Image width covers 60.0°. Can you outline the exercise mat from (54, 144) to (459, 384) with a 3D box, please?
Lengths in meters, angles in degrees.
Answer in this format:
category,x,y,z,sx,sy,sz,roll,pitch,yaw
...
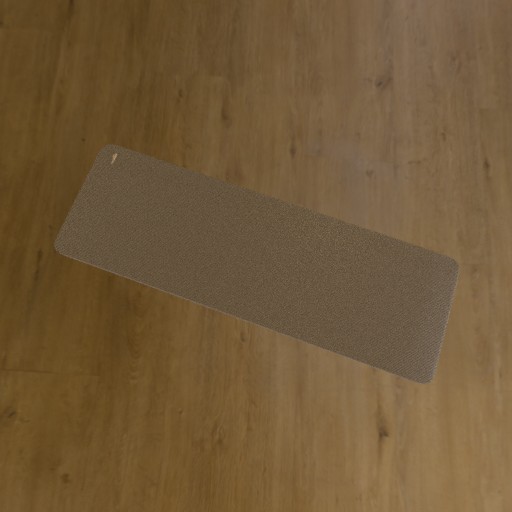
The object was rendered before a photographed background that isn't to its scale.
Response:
category,x,y,z,sx,sy,sz,roll,pitch,yaw
exercise mat,0.000,0.000,2.128,1.884,0.021,0.616,19,77,5
